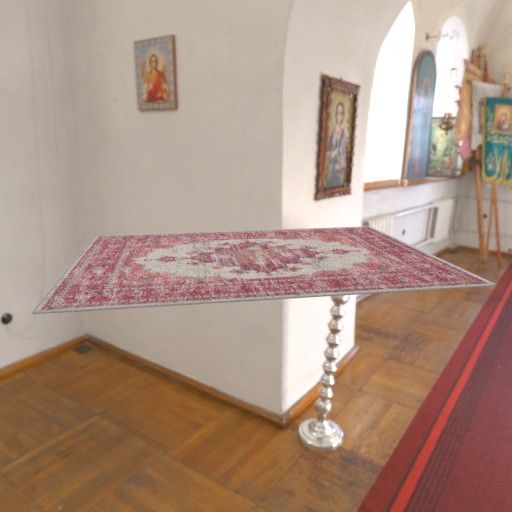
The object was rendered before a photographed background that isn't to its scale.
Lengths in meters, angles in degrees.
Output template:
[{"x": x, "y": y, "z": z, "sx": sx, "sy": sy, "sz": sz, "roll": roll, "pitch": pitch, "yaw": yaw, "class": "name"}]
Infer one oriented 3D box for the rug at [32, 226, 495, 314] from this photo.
[{"x": 0.000, "y": 0.000, "z": 2.824, "sx": 2.232, "sy": 0.011, "sz": 1.555, "roll": -3, "pitch": 15, "yaw": -9, "class": "rug"}]
